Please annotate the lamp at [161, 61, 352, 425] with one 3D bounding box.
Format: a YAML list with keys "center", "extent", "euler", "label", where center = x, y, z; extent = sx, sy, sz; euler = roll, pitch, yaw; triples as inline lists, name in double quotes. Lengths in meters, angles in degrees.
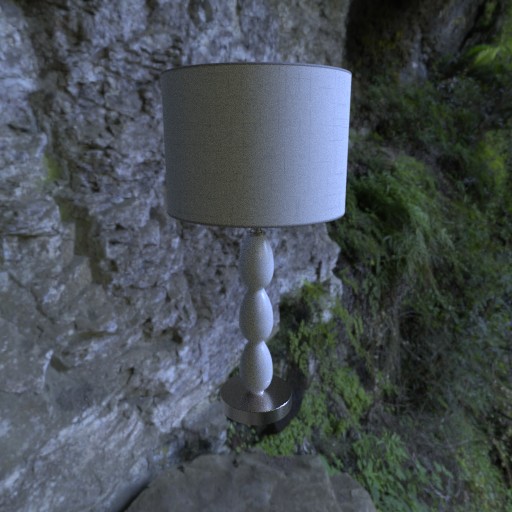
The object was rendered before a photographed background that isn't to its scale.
- center: [0.000, 0.000, 0.738]
  extent: [0.282, 0.559, 0.280]
  euler: [8, 17, 26]
  label: "lamp"
